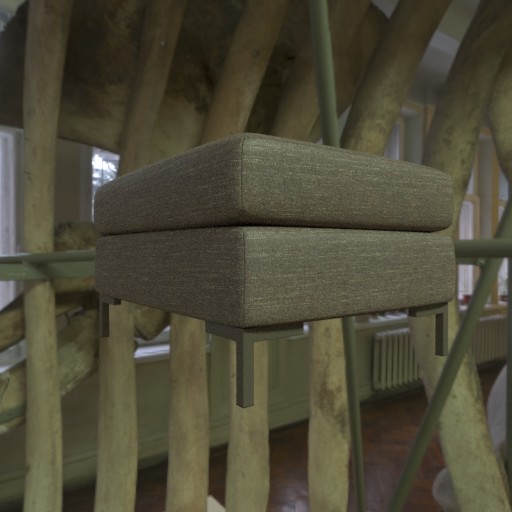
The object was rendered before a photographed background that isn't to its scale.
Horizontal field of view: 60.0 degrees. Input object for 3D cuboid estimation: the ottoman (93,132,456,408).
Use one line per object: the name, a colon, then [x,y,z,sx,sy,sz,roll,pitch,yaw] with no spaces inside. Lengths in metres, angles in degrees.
ottoman: [0.000,0.000,1.218,0.671,0.490,0.820,-1,1,-37]
